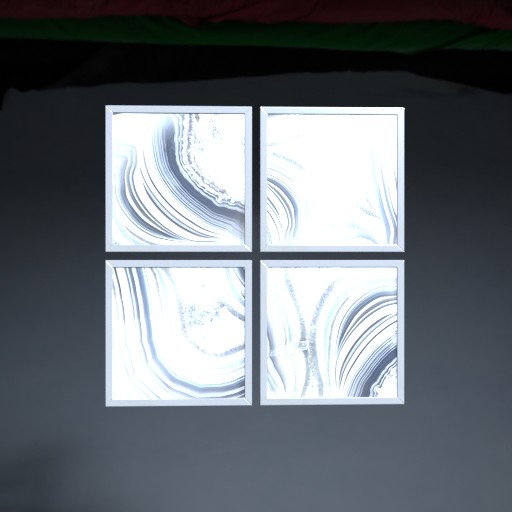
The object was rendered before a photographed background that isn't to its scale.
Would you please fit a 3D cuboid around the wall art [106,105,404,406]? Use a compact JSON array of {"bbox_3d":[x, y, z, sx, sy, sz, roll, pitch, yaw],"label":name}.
[{"bbox_3d":[0.000,0.000,1.674,1.118,1.118,0.029,0,0,-1],"label":"wall art"}]
